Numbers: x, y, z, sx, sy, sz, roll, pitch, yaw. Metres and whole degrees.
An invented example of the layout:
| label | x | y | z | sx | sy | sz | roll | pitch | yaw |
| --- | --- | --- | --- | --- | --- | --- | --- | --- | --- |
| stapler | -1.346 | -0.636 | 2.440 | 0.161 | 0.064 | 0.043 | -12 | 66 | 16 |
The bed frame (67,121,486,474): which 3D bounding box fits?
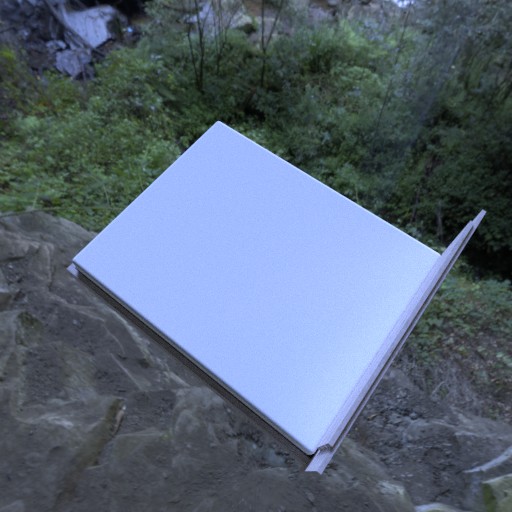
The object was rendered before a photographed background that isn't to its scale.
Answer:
| label | x | y | z | sx | sy | sz | roll | pitch | yaw |
| --- | --- | --- | --- | --- | --- | --- | --- | --- | --- |
| bed frame | 0.000 | 0.000 | 3.005 | 2.080 | 0.970 | 1.750 | 35 | 69 | 15 |
